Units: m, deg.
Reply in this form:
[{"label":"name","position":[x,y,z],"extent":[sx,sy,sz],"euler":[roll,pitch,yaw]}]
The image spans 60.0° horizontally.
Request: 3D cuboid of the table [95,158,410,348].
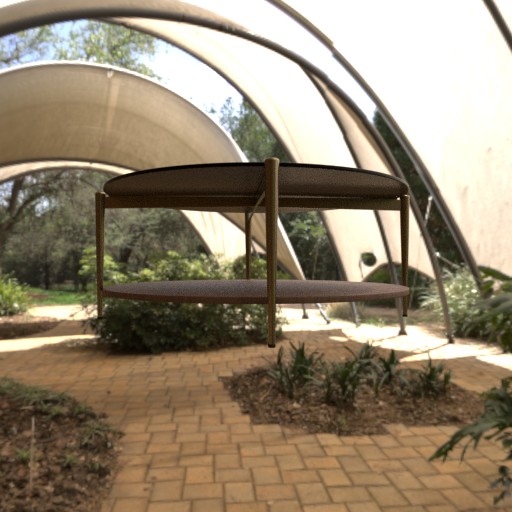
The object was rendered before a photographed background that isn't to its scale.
[{"label":"table","position":[0.000,0.000,1.436],"extent":[0.938,0.400,0.938],"euler":[0,-1,-34]}]
